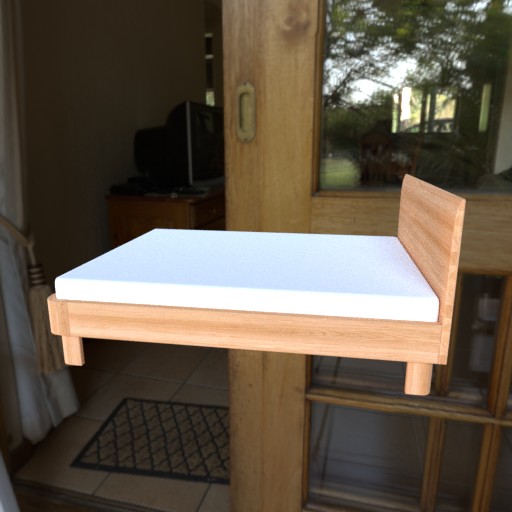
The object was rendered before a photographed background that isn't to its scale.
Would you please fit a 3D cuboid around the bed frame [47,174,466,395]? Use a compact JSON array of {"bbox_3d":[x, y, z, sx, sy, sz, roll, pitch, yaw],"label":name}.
[{"bbox_3d":[0.000,0.000,2.795,1.992,0.940,1.472,2,15,9],"label":"bed frame"}]
